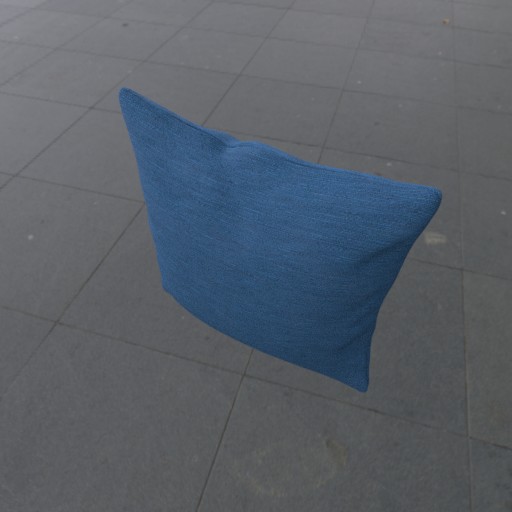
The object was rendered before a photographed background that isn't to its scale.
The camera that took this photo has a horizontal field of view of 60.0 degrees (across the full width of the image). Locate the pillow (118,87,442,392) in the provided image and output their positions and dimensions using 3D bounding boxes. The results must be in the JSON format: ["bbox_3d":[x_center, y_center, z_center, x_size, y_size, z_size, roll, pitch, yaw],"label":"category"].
[{"bbox_3d":[0.000,0.000,0.667,0.437,0.420,0.177,24,51,21],"label":"pillow"}]
